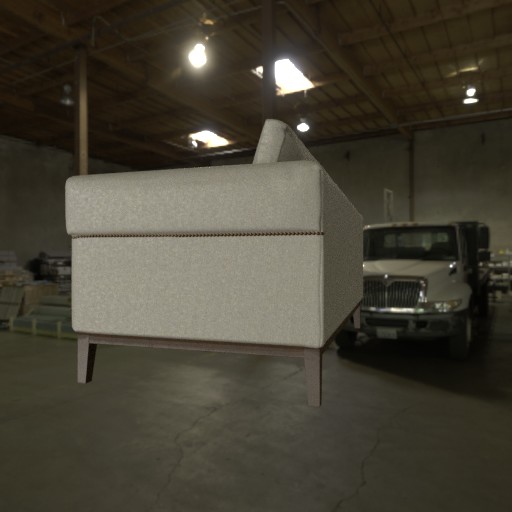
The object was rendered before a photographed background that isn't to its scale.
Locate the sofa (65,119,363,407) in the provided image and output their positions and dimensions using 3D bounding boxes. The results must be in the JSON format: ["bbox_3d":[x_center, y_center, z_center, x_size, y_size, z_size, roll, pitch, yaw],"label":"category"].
[{"bbox_3d":[0.000,0.000,2.124,0.899,0.873,1.598,0,0,18],"label":"sofa"}]
